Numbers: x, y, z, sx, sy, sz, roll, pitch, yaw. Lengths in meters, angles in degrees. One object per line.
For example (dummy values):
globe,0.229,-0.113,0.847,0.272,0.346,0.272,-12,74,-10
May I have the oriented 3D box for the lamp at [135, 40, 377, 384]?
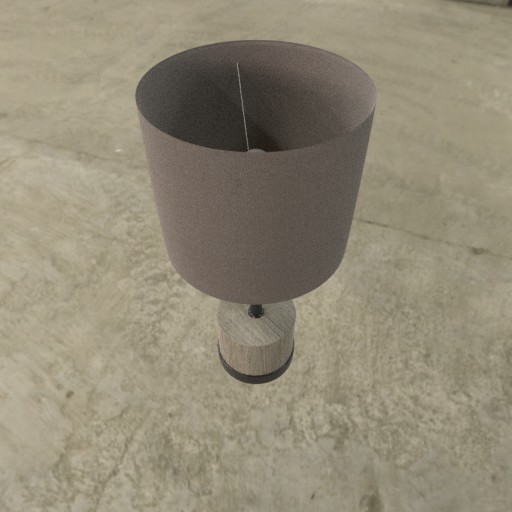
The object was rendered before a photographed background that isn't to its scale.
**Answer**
lamp,0.000,0.000,0.593,0.229,0.470,0.229,-32,54,-27
